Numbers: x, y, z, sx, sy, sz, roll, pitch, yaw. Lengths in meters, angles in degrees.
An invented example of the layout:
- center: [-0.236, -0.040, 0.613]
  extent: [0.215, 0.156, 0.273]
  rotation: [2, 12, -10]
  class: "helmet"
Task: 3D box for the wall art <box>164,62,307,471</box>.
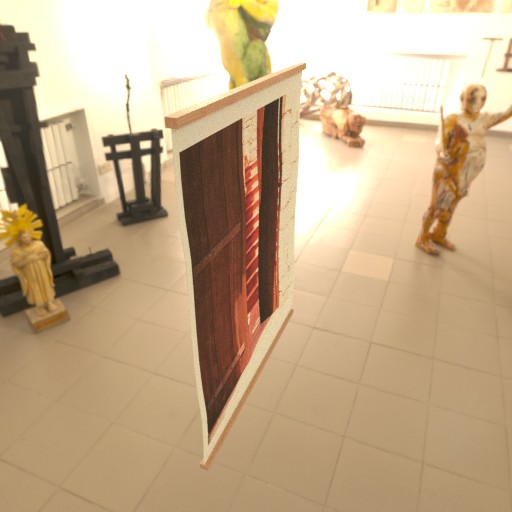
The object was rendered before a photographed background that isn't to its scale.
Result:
- center: [0.000, 0.000, 0.686]
  extent: [0.013, 0.508, 0.406]
  rotation: [12, 32, 19]
  class: "wall art"
